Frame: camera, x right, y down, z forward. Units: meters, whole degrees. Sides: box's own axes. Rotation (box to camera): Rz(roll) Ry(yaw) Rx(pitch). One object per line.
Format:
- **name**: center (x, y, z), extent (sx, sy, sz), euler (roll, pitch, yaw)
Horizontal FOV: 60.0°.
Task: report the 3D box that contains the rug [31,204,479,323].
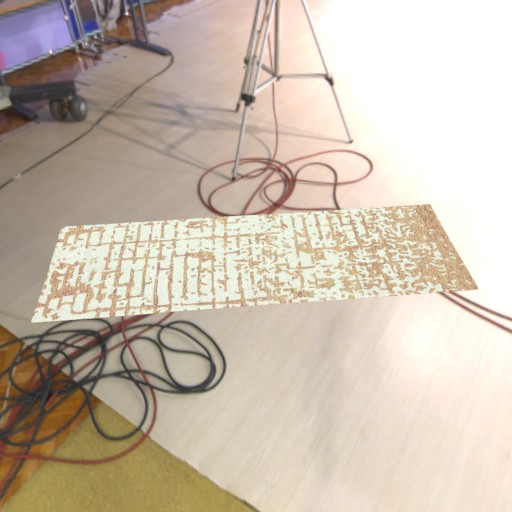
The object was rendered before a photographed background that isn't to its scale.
- **rug**: center (0.000, 0.000, 2.658), extent (2.435, 0.011, 0.750), euler (-4, 46, -4)
